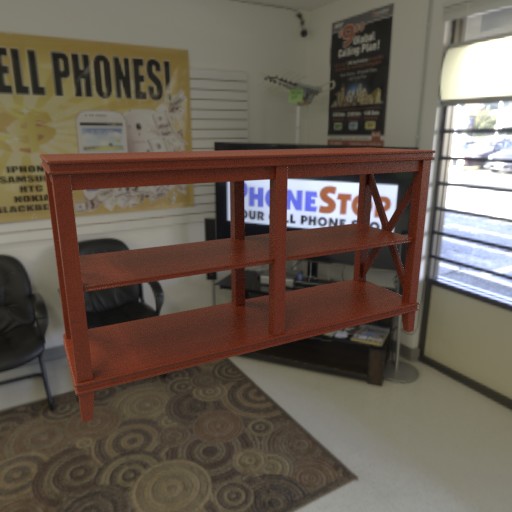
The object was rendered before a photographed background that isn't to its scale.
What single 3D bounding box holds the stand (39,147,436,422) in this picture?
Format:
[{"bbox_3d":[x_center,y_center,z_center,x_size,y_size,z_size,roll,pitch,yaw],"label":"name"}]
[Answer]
[{"bbox_3d":[0.000,0.000,1.669,1.372,0.762,0.381,-8,18,-27],"label":"stand"}]
